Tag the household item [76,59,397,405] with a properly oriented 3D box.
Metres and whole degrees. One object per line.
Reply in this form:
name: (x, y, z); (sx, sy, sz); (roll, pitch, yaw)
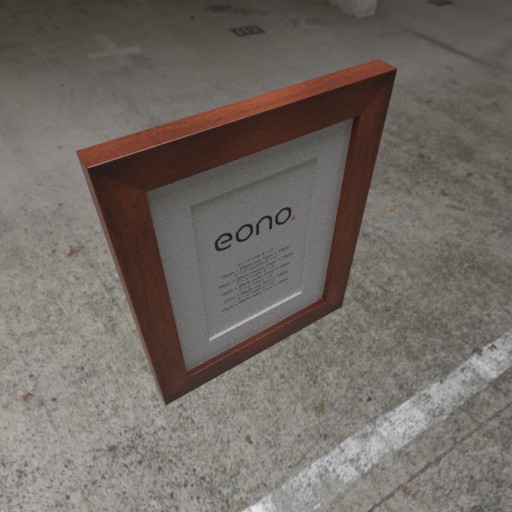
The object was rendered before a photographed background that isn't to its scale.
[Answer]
household item: (0.000, 0.000, 0.341); (0.200, 0.250, 0.020); (-25, 51, -22)
